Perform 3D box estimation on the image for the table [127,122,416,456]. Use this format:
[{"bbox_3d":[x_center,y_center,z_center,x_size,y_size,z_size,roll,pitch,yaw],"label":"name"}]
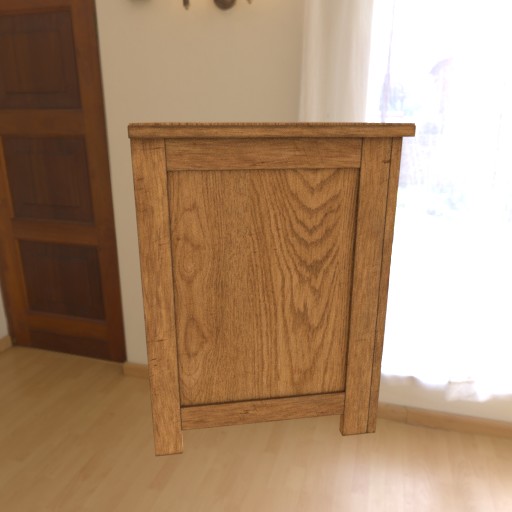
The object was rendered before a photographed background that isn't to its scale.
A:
[{"bbox_3d":[0.000,0.000,1.083,0.494,0.625,0.601,-3,17,-8],"label":"table"}]
